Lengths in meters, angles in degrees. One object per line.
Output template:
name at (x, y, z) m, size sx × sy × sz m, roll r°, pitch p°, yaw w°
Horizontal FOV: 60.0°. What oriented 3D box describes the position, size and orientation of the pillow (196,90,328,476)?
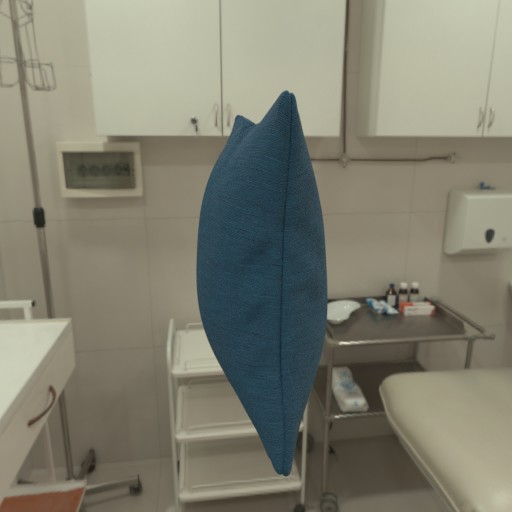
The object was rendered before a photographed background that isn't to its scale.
pillow at (0.000, 0.000, 0.655) m, size 0.177 × 0.420 × 0.437 m, roll -2°, pitch 15°, yaw -8°
